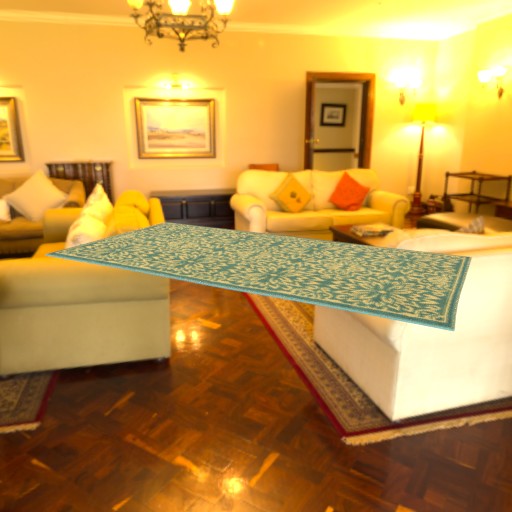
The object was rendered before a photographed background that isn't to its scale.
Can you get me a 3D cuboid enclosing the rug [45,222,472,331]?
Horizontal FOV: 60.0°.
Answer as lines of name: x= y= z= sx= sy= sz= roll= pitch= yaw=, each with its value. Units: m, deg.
rug: x=0.000 y=0.000 z=1.412 sx=1.219 sy=0.007 sz=0.604 roll=8 pitch=18 yaw=27
